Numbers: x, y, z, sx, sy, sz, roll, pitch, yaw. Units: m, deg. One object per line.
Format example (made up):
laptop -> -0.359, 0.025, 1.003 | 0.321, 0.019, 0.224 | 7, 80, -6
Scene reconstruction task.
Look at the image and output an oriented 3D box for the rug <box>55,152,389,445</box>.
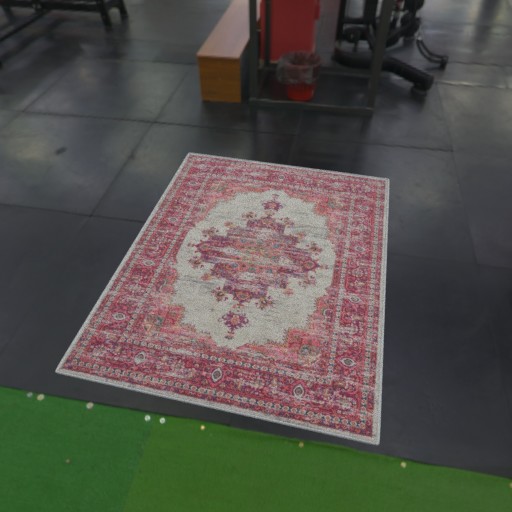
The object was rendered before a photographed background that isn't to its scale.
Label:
rug -> 0.000, 0.000, 4.257 | 2.447, 0.017, 3.123 | 9, 46, 9
